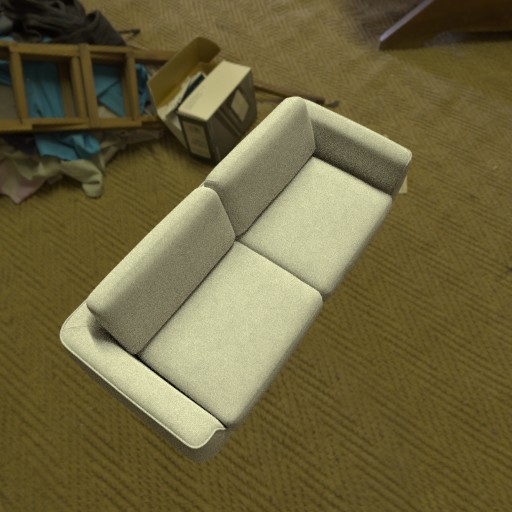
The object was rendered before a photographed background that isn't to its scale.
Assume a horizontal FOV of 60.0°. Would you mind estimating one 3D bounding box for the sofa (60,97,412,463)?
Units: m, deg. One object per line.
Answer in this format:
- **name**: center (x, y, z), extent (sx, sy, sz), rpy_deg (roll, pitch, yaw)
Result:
- **sofa**: center (0.000, 0.000, 2.435), extent (0.920, 0.850, 2.000), rpy_deg (32, 65, 17)
